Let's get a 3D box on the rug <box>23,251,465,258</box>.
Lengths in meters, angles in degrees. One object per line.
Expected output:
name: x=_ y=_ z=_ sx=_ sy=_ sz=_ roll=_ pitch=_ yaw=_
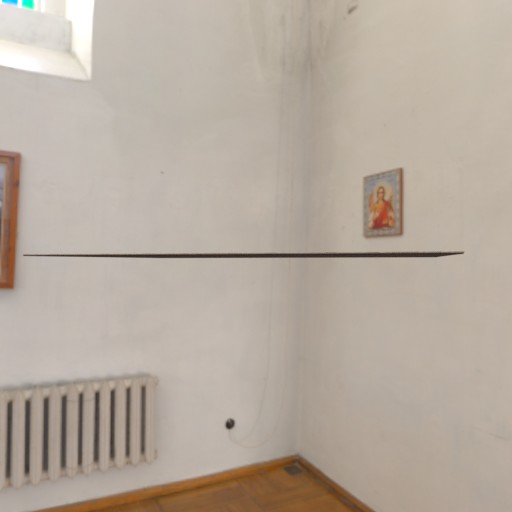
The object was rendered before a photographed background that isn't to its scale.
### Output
rug: x=0.000 y=0.000 z=2.306 sx=1.829 sy=0.008 sz=1.219 roll=0 pitch=-1 yaw=18
